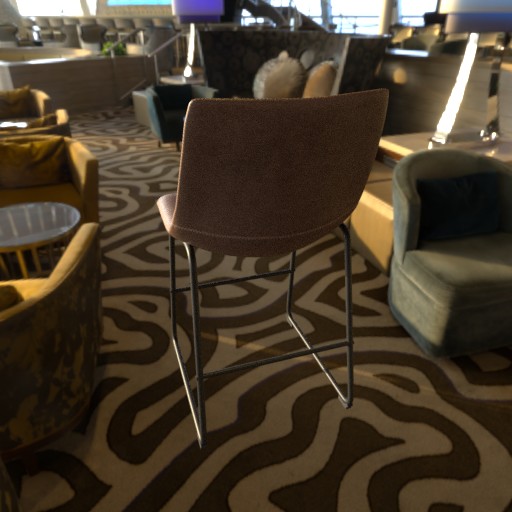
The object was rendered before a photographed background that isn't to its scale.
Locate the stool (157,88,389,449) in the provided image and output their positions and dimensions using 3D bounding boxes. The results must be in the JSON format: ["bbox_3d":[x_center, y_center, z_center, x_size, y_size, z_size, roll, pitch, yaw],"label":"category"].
[{"bbox_3d":[0.000,0.000,1.181,0.460,0.890,0.550,-9,30,-16],"label":"stool"}]
